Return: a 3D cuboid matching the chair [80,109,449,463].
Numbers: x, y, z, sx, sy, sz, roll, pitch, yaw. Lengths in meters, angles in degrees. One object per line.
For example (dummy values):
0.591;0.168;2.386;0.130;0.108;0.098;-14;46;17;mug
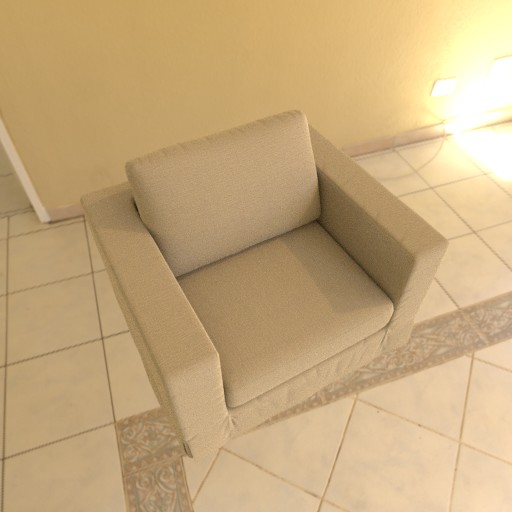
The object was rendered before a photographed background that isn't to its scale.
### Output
0.000;0.000;1.841;1.150;0.878;0.957;-23;52;-19;chair
